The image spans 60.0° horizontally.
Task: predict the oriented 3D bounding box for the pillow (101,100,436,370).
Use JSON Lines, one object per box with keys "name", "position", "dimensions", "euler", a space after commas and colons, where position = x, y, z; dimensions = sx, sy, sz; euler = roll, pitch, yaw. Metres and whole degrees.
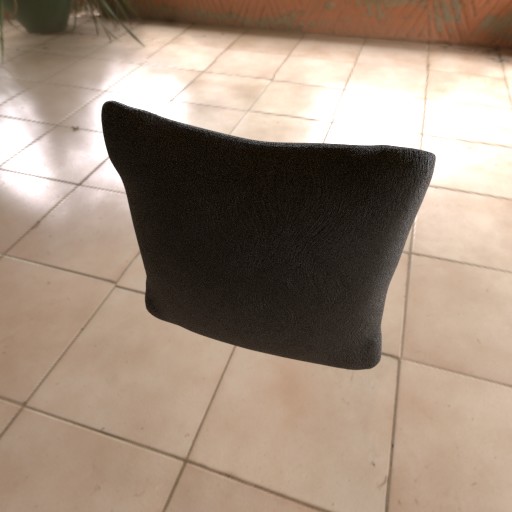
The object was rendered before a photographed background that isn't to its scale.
{"name": "pillow", "position": [0.000, 0.000, 0.818], "dimensions": [0.533, 0.523, 0.210], "euler": [12, 44, 12]}
